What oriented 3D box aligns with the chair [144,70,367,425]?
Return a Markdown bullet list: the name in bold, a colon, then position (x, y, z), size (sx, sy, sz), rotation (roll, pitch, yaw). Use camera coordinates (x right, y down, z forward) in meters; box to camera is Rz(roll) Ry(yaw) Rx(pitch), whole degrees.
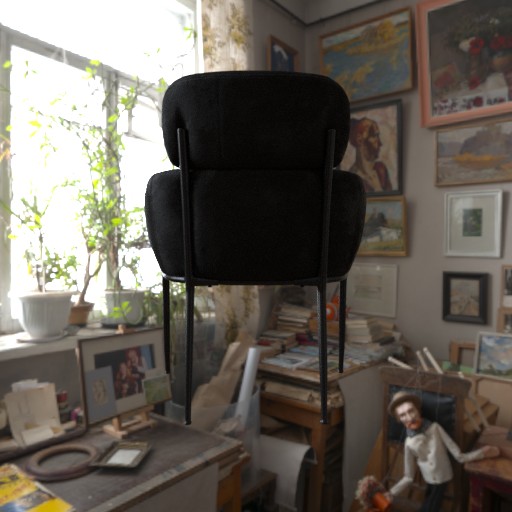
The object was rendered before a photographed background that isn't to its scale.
- **chair**: position (0.000, 0.000, 1.259), size (0.640, 0.818, 0.604), rotation (0, 0, -1)
